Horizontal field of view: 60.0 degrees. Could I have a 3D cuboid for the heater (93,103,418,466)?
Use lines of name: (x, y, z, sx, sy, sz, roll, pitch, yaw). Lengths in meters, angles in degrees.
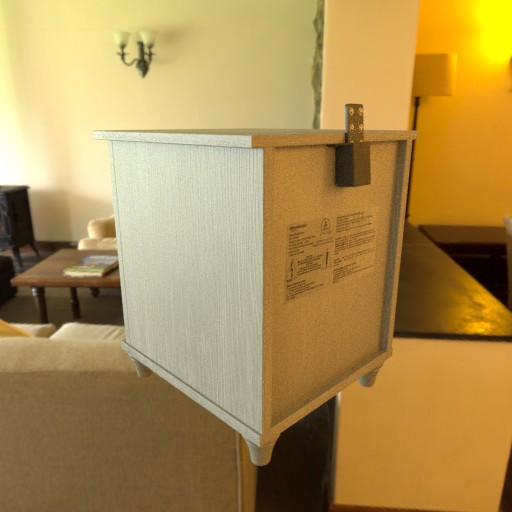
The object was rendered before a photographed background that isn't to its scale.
heater: (0.000, 0.000, 0.755, 0.362, 0.481, 0.400, -16, 23, -42)
